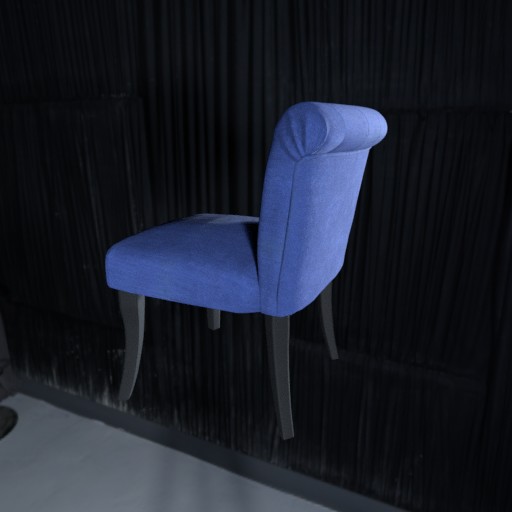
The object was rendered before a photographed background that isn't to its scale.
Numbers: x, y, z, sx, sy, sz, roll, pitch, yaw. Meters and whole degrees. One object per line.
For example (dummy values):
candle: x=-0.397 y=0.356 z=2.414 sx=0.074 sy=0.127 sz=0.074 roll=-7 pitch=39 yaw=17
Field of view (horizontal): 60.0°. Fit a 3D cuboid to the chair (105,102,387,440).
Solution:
chair: x=0.000 y=0.000 z=1.192 sx=0.606 sy=0.753 sz=0.585 roll=8 pitch=18 yaw=24
